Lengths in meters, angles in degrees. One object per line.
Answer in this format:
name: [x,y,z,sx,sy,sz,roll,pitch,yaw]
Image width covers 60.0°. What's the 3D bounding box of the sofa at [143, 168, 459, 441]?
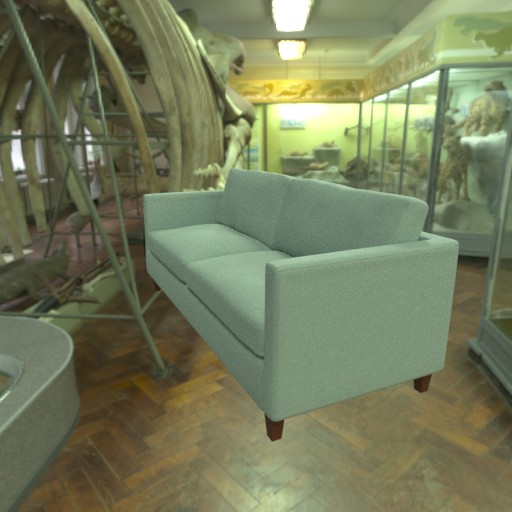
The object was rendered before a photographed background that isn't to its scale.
sofa: [0.000,0.000,2.750,0.951,0.965,2.208,-7,17,-25]
